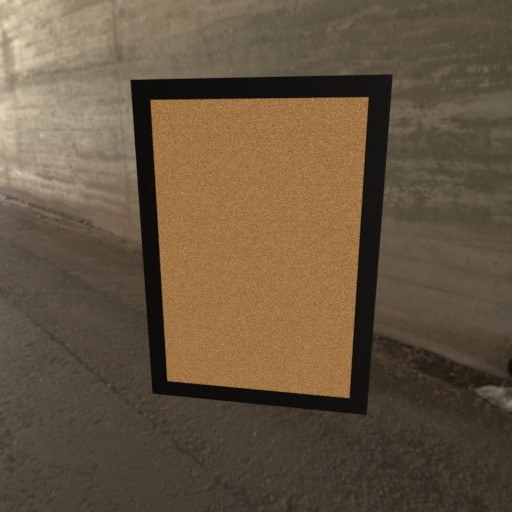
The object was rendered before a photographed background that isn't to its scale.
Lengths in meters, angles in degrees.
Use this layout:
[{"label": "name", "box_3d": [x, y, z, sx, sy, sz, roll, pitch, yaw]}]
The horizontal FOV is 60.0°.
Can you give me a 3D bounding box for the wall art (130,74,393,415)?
[{"label": "wall art", "box_3d": [0.000, 0.000, 0.610, 0.326, 0.459, 0.011, 3, 16, 9]}]
